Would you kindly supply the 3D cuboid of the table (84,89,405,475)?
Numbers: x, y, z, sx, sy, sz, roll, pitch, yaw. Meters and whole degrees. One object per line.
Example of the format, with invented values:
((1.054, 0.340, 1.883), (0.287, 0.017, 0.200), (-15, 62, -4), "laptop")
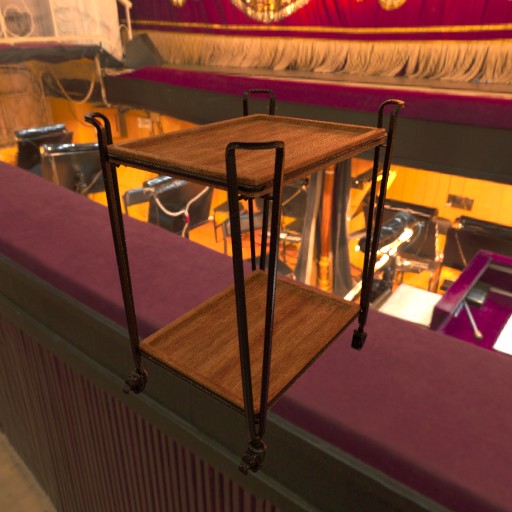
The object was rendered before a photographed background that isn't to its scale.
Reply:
((0.000, 0.000, 1.223), (0.505, 0.785, 0.672), (19, 32, 33), "table")
